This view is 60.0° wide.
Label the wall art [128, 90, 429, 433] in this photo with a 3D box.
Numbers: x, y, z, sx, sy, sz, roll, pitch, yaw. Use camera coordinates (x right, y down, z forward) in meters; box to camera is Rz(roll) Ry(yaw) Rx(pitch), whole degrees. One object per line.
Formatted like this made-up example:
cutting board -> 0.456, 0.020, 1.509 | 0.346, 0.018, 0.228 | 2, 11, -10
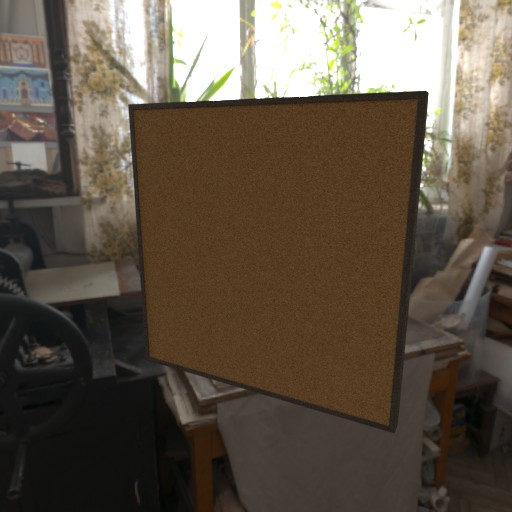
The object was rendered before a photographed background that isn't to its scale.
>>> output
wall art -> 0.000, 0.000, 1.132 | 0.758, 0.758, 0.039 | 8, 17, 27
